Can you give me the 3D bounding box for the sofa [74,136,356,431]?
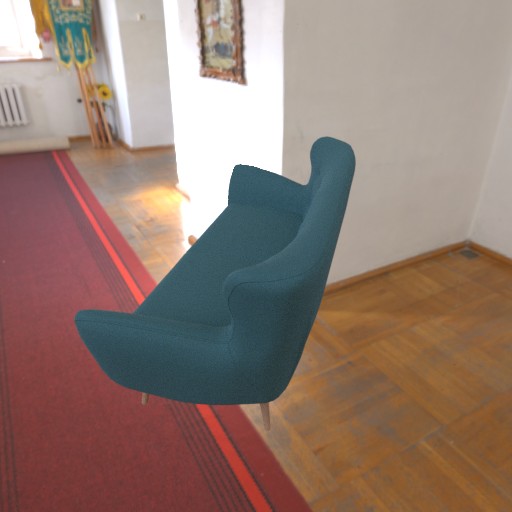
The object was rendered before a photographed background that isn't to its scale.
[{"bbox_3d":[0.000,0.000,2.378,0.889,0.890,1.930,8,30,14],"label":"sofa"}]
